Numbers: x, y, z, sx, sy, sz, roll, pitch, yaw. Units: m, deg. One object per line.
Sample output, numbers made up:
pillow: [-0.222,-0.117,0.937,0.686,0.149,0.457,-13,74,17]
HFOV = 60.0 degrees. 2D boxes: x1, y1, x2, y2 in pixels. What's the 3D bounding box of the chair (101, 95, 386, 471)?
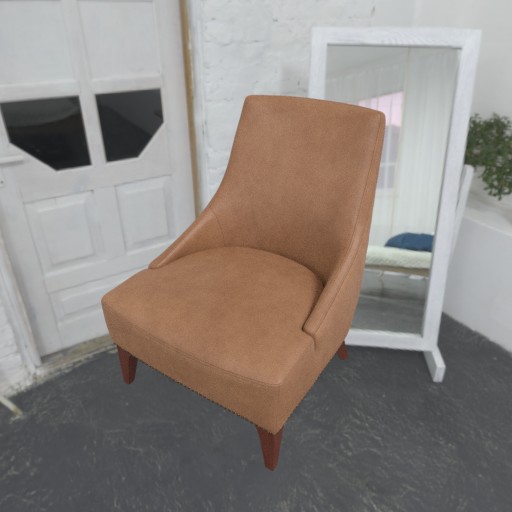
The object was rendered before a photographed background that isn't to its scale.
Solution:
chair: [0.000,0.000,1.531,0.701,0.909,0.861,19,35,28]
